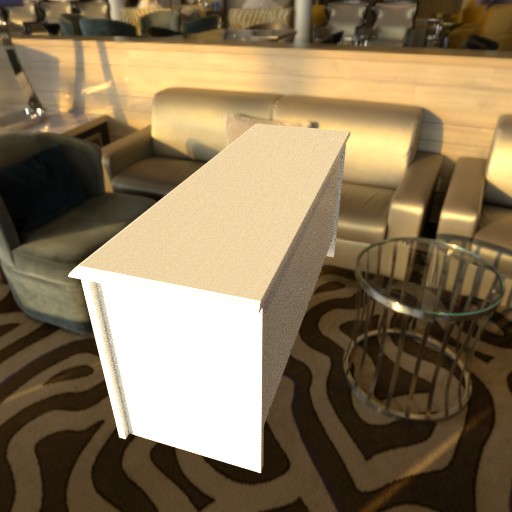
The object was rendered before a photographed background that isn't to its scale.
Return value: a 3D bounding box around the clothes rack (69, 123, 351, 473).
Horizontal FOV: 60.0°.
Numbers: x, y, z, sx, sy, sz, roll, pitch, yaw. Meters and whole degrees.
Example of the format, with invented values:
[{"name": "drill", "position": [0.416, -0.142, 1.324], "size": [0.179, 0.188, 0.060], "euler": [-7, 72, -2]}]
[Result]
[{"name": "clothes rack", "position": [0.000, 0.000, 1.478], "size": [0.405, 0.558, 1.218], "euler": [9, 32, 15]}]
